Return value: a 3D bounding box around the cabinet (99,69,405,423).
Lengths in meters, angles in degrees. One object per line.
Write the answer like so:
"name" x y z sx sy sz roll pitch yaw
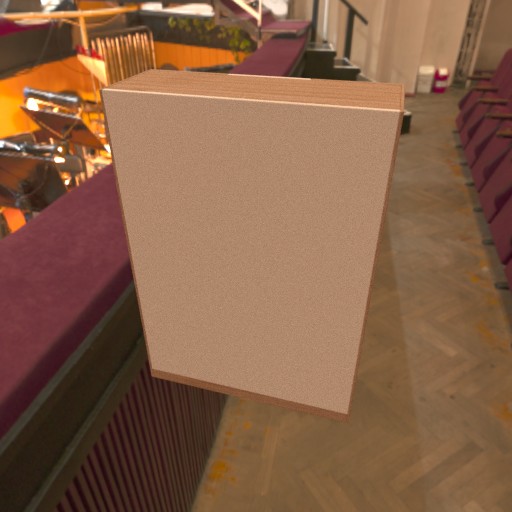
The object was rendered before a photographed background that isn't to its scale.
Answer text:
"cabinet" 0.000 0.000 2.899 1.500 2.120 0.590 9 34 14
